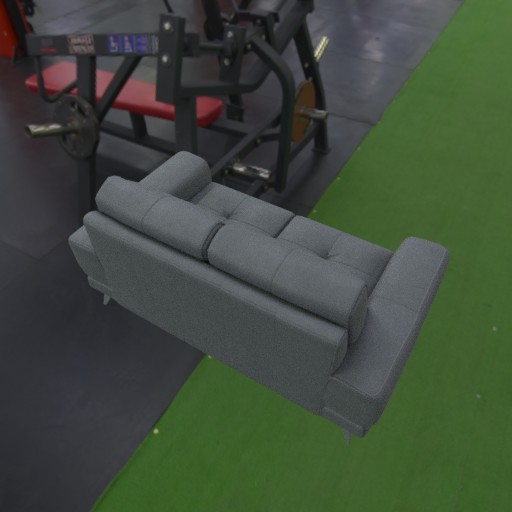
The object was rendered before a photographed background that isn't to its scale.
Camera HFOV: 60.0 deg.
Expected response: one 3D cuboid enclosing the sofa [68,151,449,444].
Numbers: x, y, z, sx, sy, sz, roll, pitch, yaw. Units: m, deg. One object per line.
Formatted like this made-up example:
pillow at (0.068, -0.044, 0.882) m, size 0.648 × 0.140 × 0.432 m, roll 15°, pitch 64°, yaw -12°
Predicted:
sofa at (0.000, 0.000, 2.389) m, size 1.806 × 0.907 × 1.018 m, roll 24°, pitch 51°, yaw 21°
